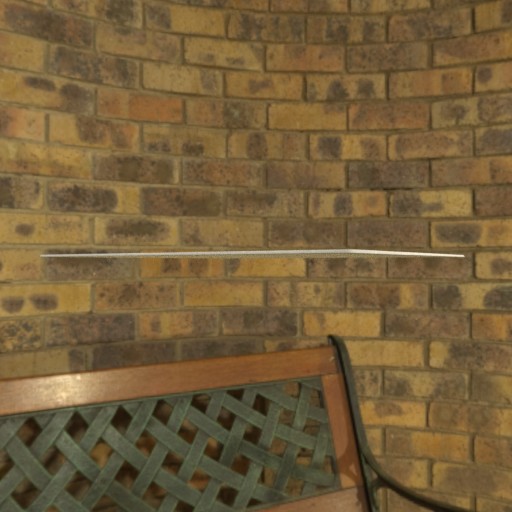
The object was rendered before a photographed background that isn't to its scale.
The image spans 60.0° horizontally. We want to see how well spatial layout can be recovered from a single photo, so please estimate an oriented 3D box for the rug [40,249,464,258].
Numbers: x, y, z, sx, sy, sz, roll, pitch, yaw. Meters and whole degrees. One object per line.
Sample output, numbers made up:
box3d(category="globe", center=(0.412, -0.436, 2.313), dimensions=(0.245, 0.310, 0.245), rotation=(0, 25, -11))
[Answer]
box3d(category="rug", center=(0.000, 0.000, 3.988), dimensions=(2.976, 0.018, 2.430), rotation=(-1, -1, 37))
